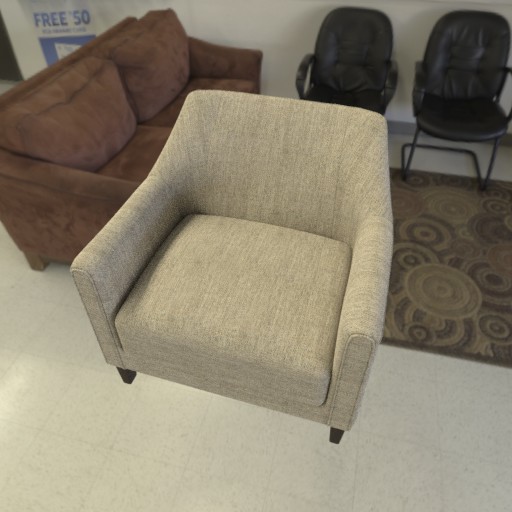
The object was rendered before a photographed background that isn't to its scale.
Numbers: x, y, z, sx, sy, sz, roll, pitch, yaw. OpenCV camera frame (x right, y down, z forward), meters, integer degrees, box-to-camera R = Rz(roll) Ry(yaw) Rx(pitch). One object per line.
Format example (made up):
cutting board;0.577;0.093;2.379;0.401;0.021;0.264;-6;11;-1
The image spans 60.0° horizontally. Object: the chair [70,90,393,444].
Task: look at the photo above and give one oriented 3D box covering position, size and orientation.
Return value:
chair;0.000;0.000;1.415;0.796;0.761;0.758;12;44;12
